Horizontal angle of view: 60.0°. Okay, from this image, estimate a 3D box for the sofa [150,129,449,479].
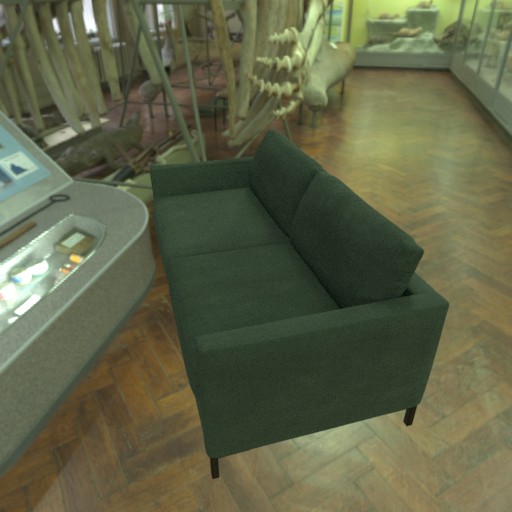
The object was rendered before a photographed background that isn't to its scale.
[{"bbox_3d":[0.000,0.000,2.145,0.875,0.817,1.676,-9,32,-14],"label":"sofa"}]
